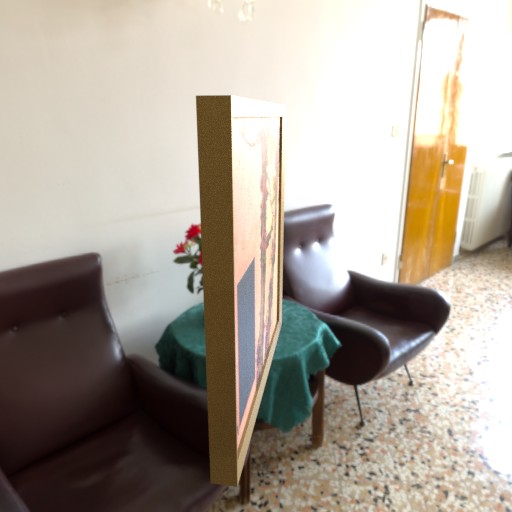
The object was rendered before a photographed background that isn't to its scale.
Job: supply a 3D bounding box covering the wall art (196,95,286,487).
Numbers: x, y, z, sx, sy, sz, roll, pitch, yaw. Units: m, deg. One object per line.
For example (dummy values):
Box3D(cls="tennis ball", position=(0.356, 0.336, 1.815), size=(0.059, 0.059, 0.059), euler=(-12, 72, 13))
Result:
Box3D(cls="wall art", position=(0.000, 0.000, 0.776), size=(0.038, 0.508, 0.507), euler=(3, 18, 10))
